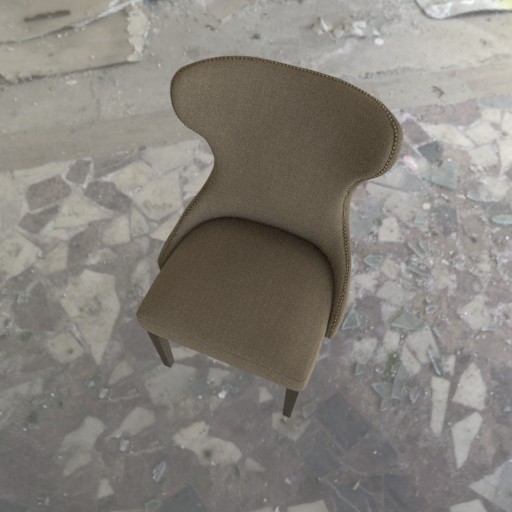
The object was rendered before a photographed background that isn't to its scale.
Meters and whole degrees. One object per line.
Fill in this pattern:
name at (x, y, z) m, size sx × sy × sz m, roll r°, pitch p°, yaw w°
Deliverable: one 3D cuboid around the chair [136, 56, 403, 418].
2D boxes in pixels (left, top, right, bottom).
chair at (0.000, 0.000, 1.390) m, size 0.628 × 0.967 × 0.635 m, roll 19°, pitch 59°, yaw 12°
